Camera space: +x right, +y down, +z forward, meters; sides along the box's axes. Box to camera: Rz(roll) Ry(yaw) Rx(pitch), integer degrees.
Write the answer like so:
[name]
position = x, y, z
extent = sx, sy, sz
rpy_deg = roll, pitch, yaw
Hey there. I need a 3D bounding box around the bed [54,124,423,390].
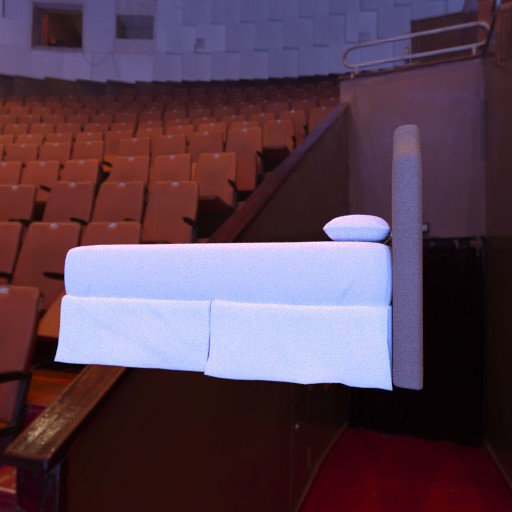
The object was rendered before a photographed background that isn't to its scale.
[bed]
position = 0.000, 0.000, 3.100
extent = 2.116, 1.290, 1.693
rpy_deg = 0, -1, 18
